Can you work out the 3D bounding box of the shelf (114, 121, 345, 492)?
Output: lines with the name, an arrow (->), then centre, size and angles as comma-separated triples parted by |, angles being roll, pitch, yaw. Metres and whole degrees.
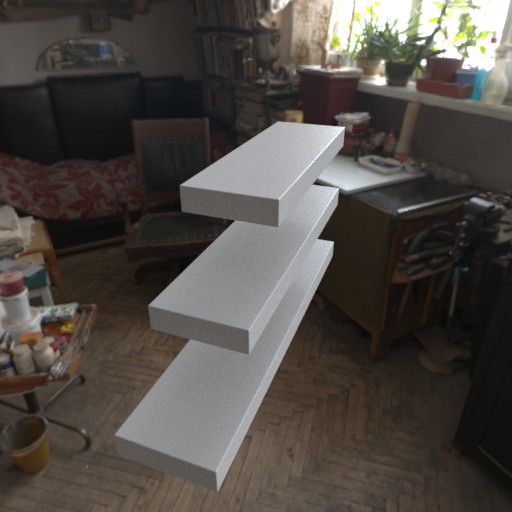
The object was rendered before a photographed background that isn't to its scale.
shelf -> 0.000, 0.000, 0.720 | 0.140, 0.293, 0.610 | 11, 31, 18
